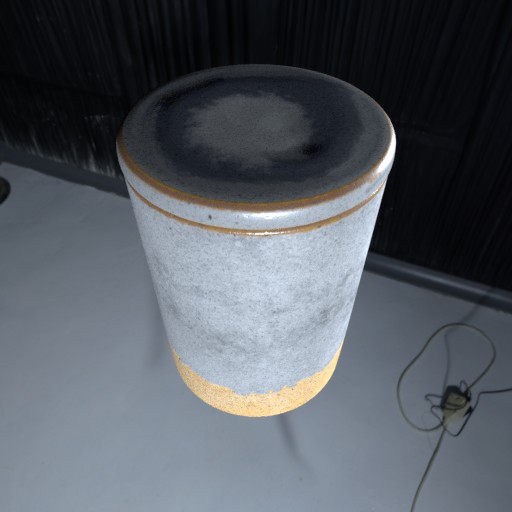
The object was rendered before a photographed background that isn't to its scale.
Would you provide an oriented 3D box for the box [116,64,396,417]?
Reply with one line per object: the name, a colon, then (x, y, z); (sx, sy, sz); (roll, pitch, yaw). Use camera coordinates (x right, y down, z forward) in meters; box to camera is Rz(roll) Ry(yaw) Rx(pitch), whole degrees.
box: (0.000, 0.000, 0.248); (0.118, 0.168, 0.118); (0, 46, 0)
